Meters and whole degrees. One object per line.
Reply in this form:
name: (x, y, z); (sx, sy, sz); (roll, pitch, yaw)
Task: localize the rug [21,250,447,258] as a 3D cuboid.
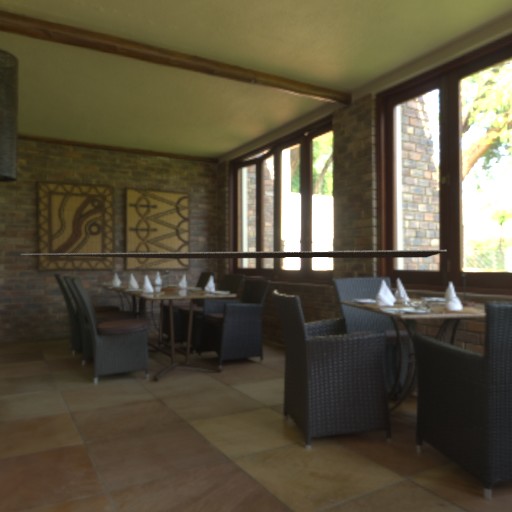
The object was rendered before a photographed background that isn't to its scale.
rug: (0.000, 0.000, 4.066); (3.036, 0.008, 2.440); (0, -1, 19)
